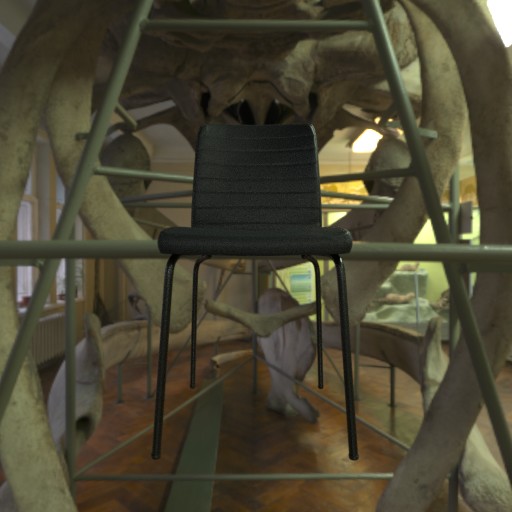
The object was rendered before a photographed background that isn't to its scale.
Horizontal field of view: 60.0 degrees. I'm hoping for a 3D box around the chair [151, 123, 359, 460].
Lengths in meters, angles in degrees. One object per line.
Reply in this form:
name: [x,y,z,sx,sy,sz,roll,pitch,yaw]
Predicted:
chair: [0.000,0.000,1.230,0.450,0.872,0.572,0,1,1]
